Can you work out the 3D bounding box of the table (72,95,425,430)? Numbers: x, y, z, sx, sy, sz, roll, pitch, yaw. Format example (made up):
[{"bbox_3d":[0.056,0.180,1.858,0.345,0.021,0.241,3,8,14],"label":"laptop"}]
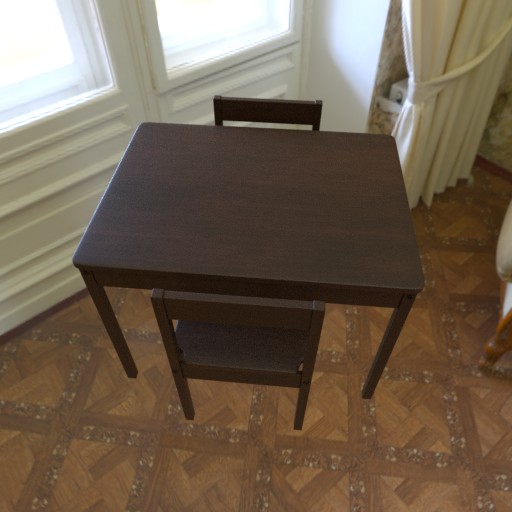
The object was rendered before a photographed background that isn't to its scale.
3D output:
[{"bbox_3d":[0.000,0.000,1.124,0.650,0.503,0.672,4,48,4],"label":"table"}]
